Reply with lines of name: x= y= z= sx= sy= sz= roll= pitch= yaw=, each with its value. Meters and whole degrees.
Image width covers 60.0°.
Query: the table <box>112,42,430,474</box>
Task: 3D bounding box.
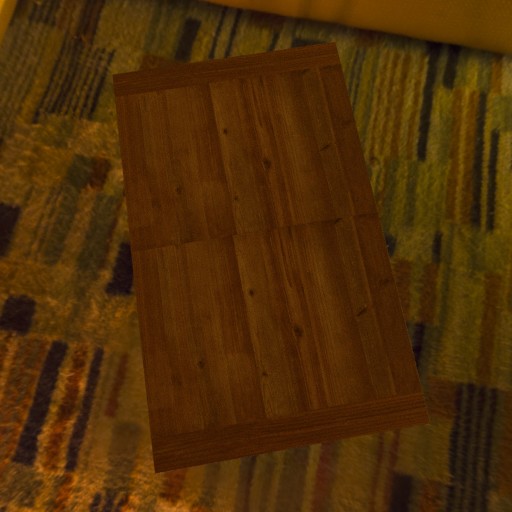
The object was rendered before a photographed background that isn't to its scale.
table: x=0.000 y=0.000 z=1.993 sx=0.922 sy=0.743 sz=1.503 roll=-9 pitch=76 yaw=-2
